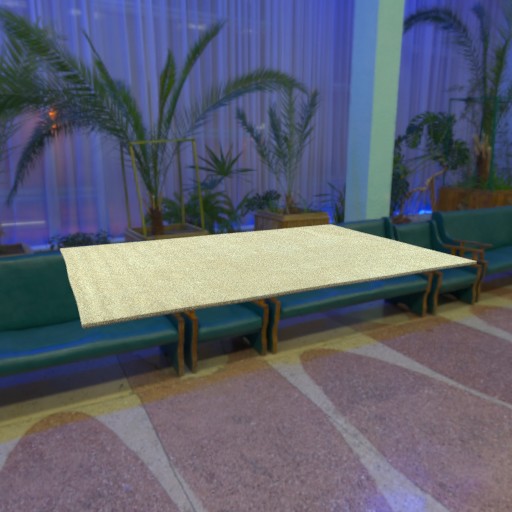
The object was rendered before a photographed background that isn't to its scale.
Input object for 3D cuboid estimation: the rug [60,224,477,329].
[{"bbox_3d":[0.000,0.000,3.435,2.699,0.025,1.800,-7,15,-25],"label":"rug"}]
